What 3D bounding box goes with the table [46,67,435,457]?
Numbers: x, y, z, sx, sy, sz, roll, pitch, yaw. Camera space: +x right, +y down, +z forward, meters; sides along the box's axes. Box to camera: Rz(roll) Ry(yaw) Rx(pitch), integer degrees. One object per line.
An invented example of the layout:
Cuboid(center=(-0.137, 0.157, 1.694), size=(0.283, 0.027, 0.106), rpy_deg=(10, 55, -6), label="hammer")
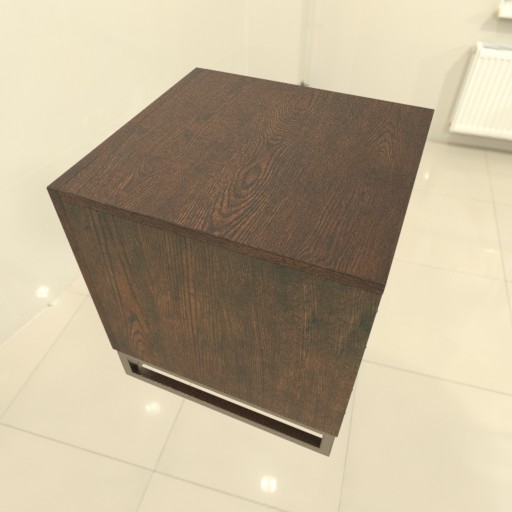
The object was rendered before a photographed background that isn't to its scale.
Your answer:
Cuboid(center=(0.000, 0.000, 1.005), size=(0.566, 0.582, 0.506), rpy_deg=(16, 47, 16), label="table")
